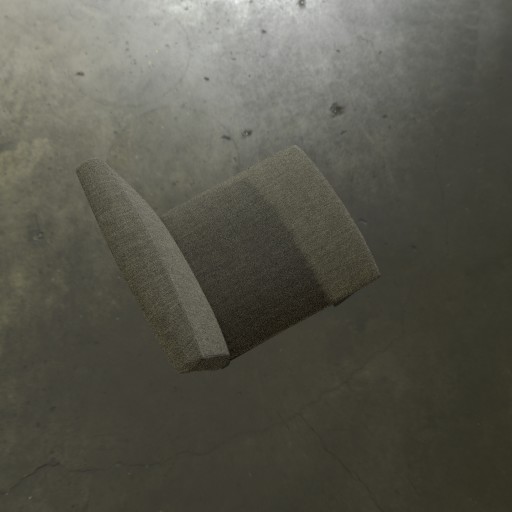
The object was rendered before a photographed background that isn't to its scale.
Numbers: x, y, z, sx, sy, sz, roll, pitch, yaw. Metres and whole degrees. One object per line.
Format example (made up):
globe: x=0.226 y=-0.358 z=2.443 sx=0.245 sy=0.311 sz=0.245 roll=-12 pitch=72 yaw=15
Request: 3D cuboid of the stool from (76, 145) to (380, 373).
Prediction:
stool: x=0.000 y=0.000 z=1.252 sx=0.552 sy=0.966 sz=0.451 roll=-28 pitch=77 yaw=-7
